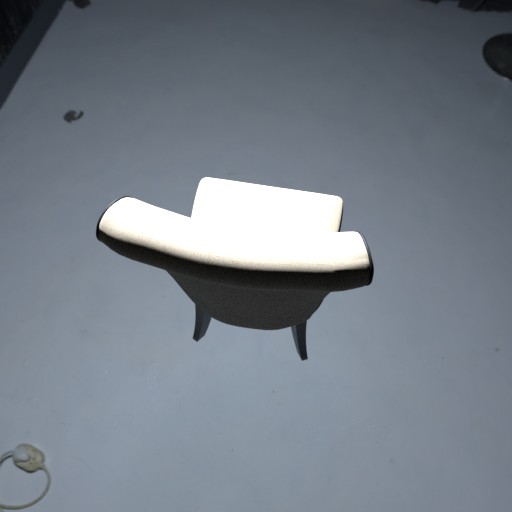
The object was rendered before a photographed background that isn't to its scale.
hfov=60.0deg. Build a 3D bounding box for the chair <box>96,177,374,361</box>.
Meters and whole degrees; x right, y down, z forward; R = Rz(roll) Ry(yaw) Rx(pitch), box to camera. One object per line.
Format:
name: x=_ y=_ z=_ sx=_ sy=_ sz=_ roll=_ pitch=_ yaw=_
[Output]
chair: x=0.000 y=0.000 z=1.340 sx=0.522 sy=0.997 sz=0.623 roll=9 pitch=62 yaw=5
